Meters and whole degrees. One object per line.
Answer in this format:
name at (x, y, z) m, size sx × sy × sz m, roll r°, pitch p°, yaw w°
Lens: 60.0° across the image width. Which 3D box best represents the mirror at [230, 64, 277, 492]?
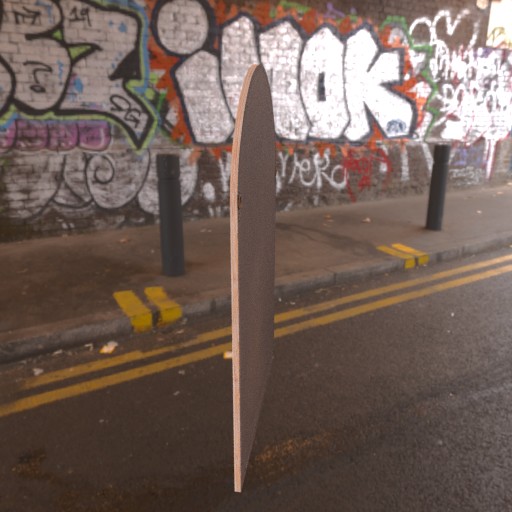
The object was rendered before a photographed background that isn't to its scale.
mirror at (0.000, 0.000, 1.147) m, size 0.032 × 0.915 × 0.609 m, roll 3°, pitch 16°, yaw 9°
